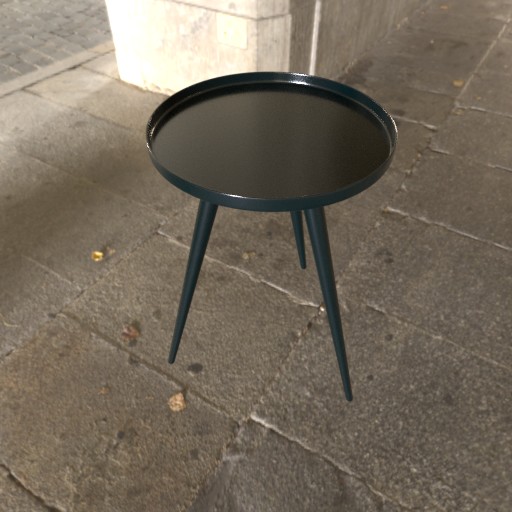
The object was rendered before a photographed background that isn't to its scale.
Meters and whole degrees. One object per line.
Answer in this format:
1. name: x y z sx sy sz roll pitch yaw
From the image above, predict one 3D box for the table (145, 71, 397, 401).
1. table: 0.000 0.000 0.849 0.415 0.548 0.403 -9 46 -9
